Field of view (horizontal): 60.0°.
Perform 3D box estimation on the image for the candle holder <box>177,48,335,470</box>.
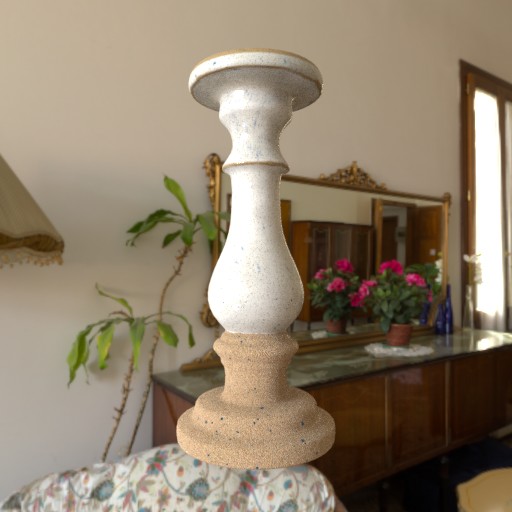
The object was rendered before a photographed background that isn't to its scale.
[{"bbox_3d":[0.000,0.000,0.251,0.088,0.203,0.088,0,-1,0],"label":"candle holder"}]
